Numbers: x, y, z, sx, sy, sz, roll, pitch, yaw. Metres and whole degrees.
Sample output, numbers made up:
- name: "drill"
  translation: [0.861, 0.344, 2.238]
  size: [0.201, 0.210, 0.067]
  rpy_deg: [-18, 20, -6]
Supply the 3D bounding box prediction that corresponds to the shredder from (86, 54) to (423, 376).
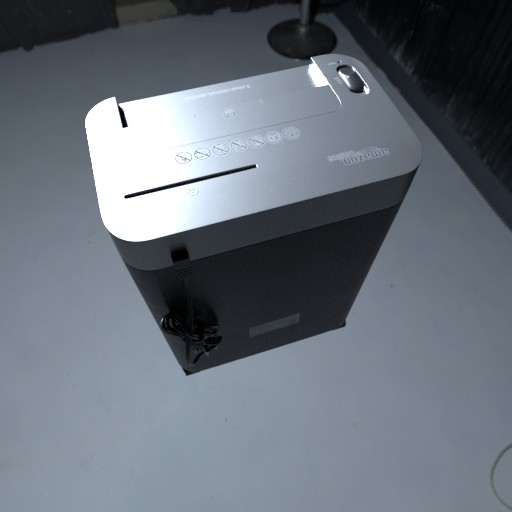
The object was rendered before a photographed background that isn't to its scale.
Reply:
- name: "shredder"
  translation: [0.000, 0.000, 0.609]
  size: [0.311, 0.419, 0.237]
  rpy_deg: [-15, 59, -9]
